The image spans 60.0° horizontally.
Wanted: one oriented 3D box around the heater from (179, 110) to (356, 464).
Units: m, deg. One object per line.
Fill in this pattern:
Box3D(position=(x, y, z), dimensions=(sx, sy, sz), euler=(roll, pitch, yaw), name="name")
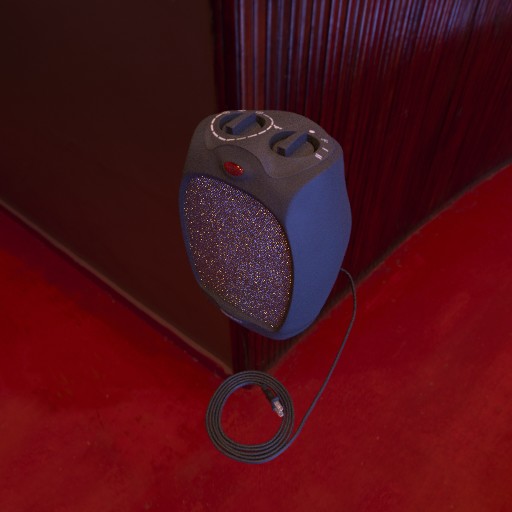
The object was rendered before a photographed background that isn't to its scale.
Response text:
Box3D(position=(0.000, 0.000, 0.466), dimensions=(0.239, 0.240, 0.291), euler=(29, 51, 26), name="heater")
